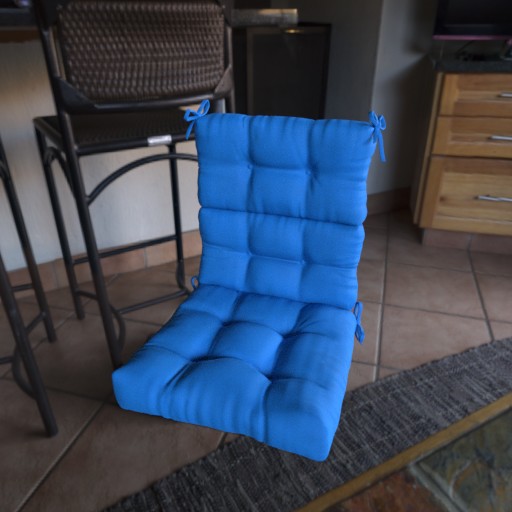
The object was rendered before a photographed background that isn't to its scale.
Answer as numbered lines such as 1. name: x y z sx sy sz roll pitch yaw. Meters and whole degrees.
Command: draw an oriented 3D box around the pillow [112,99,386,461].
1. pillow: 0.000 0.000 1.017 0.519 0.605 0.571 9 28 16
